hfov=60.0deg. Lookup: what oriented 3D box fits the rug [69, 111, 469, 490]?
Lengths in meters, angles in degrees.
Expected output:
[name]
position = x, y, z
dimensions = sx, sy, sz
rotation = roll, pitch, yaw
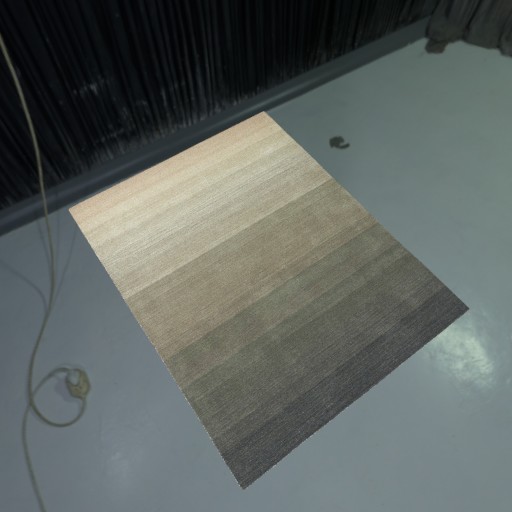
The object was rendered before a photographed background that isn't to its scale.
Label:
[rug]
position = 0.000, 0.000, 3.970
dimensions = 2.315, 0.015, 2.932
rotation = -32, 64, -17
